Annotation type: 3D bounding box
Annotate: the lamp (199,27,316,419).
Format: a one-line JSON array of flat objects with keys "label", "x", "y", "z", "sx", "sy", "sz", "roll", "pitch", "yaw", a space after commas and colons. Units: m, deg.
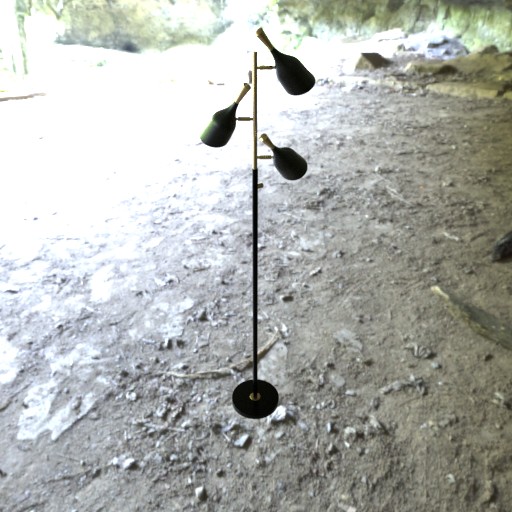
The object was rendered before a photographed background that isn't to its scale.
[{"label": "lamp", "x": 0.000, "y": 0.000, "z": 1.932, "sx": 0.434, "sy": 1.778, "sz": 0.253, "roll": -1, "pitch": 30, "yaw": -1}]
